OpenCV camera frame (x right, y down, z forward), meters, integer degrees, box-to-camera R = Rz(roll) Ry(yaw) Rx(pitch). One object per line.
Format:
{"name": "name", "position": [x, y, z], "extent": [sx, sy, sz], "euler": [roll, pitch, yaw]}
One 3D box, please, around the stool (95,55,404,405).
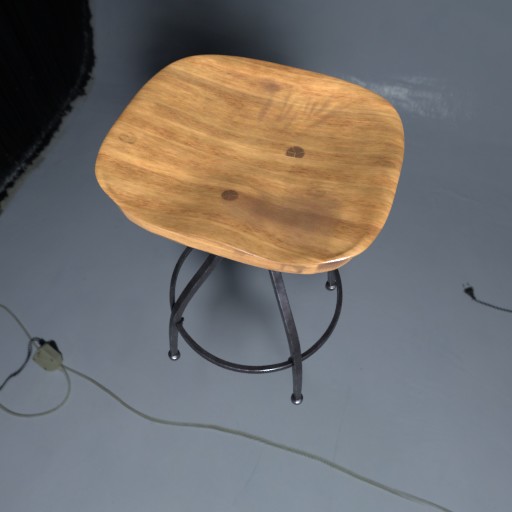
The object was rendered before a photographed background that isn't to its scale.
{"name": "stool", "position": [0.000, 0.000, 0.957], "extent": [0.432, 0.694, 0.424], "euler": [17, 60, 10]}
